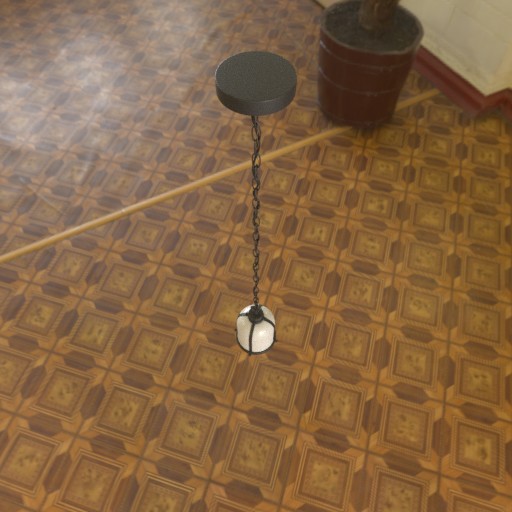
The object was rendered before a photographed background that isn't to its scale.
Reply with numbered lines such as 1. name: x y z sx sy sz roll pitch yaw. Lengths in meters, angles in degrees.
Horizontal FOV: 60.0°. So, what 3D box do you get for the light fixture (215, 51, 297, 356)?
1. light fixture: 0.000 0.000 1.279 0.178 1.181 0.178 14 58 9
